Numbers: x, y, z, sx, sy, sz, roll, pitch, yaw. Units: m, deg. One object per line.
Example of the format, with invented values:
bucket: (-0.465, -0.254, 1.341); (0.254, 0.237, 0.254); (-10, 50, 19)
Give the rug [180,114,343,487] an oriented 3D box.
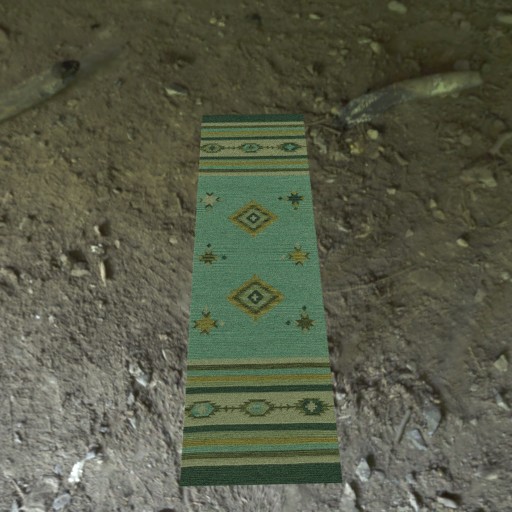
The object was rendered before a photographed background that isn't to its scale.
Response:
rug: (0.000, 0.000, 2.655); (0.744, 0.010, 2.441); (-1, 59, -1)
